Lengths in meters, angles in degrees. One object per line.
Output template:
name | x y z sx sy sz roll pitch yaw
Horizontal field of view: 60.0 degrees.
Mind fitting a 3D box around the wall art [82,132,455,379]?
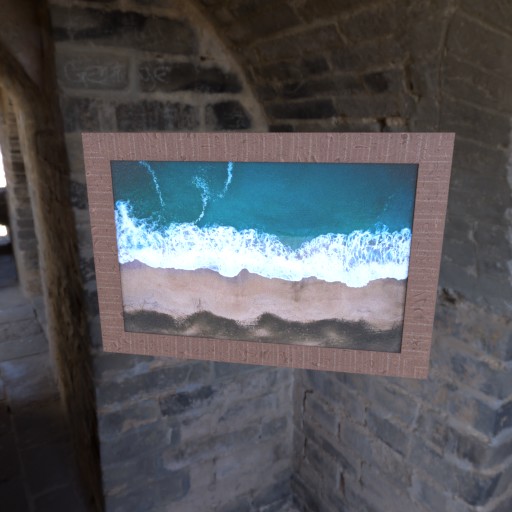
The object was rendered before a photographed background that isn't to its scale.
wall art | 0.000 0.000 1.169 0.917 0.626 0.019 3 16 9
